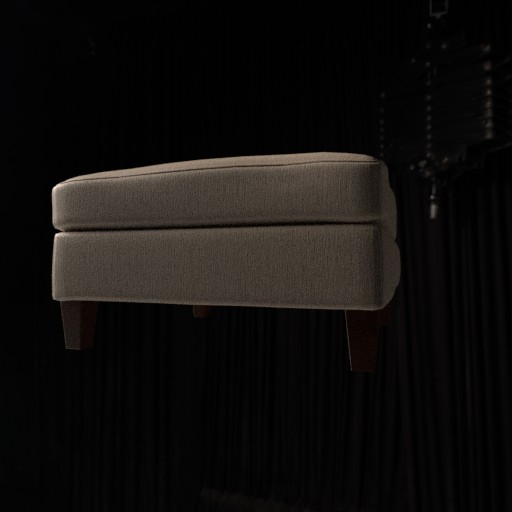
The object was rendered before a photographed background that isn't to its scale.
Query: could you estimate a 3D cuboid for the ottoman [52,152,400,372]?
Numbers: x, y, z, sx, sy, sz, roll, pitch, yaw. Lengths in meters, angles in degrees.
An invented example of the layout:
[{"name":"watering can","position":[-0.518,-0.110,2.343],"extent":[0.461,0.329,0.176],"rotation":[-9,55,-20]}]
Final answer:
[{"name":"ottoman","position":[0.000,0.000,1.372],"extent":[0.838,0.481,0.838],"rotation":[0,-1,19]}]
